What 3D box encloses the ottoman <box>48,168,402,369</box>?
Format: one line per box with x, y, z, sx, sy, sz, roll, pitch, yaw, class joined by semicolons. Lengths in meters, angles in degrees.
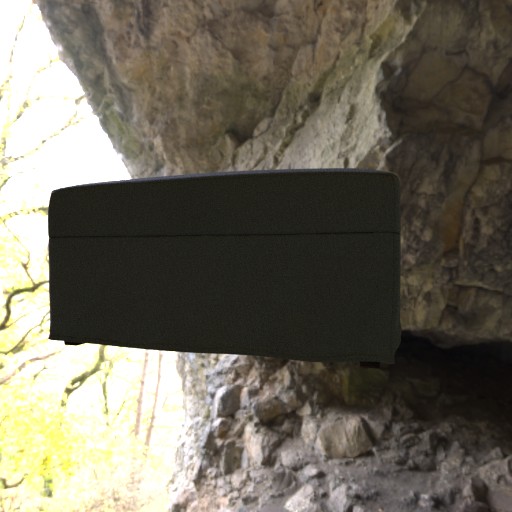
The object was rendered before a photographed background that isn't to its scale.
0.000;0.000;1.346;0.842;0.441;0.843;0;0;18;ottoman
